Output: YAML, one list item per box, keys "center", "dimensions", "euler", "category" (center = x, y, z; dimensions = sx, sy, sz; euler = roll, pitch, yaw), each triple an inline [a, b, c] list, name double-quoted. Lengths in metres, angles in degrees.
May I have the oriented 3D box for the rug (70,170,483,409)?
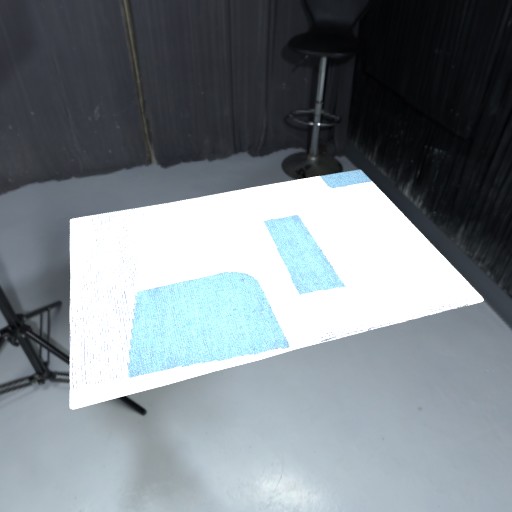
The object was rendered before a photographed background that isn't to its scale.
- center: [0.000, 0.000, 2.306]
  dimensions: [1.847, 0.020, 1.238]
  euler: [-12, 43, -13]
  category: "rug"
